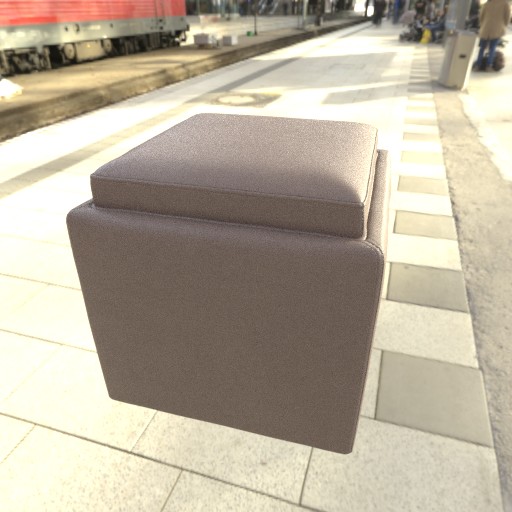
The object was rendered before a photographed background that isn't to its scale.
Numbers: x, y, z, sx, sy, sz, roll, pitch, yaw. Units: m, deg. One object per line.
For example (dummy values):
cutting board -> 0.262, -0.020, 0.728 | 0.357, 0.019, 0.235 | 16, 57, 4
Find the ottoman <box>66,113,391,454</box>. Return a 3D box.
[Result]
ottoman -> 0.000, 0.000, 0.825 | 0.450, 0.460, 0.451 | 8, 31, 14
